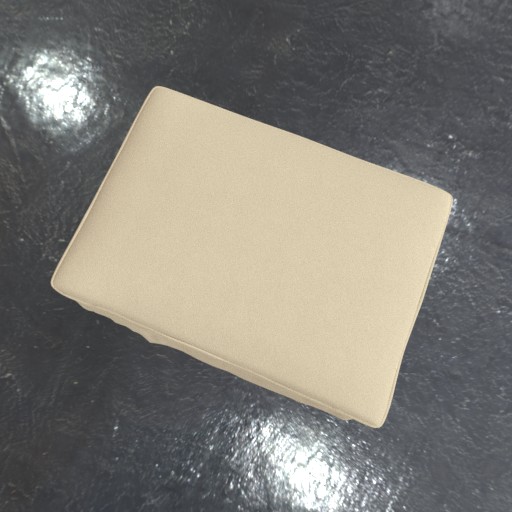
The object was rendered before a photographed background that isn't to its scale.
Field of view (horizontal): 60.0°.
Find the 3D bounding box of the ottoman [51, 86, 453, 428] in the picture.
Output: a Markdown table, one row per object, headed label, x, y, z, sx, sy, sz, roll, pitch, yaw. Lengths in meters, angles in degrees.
| label | x | y | z | sx | sy | sz | roll | pitch | yaw |
| --- | --- | --- | --- | --- | --- | --- | --- | --- | --- |
| ottoman | 0.000 | 0.000 | 1.342 | 0.959 | 0.482 | 0.721 | 22 | 77 | 5 |
